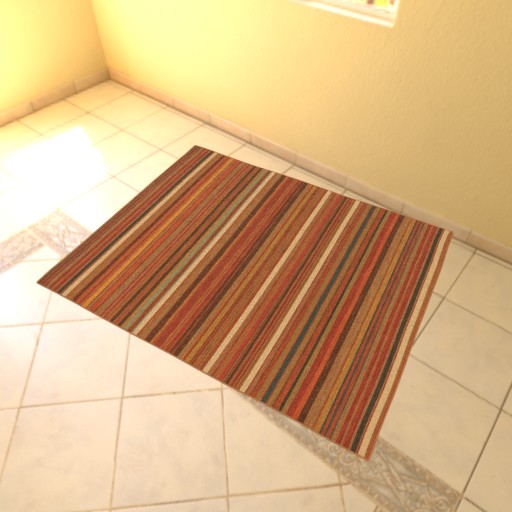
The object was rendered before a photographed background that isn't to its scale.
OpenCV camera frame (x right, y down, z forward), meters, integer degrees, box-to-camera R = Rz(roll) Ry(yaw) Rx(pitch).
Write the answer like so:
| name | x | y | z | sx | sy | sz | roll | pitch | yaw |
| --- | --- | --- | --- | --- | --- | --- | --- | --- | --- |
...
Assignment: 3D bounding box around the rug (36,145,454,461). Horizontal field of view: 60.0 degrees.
| name | x | y | z | sx | sy | sz | roll | pitch | yaw |
| --- | --- | --- | --- | --- | --- | --- | --- | --- | --- |
| rug | 0.000 | 0.000 | 4.130 | 3.092 | 0.023 | 2.479 | 23 | 51 | 20 |
